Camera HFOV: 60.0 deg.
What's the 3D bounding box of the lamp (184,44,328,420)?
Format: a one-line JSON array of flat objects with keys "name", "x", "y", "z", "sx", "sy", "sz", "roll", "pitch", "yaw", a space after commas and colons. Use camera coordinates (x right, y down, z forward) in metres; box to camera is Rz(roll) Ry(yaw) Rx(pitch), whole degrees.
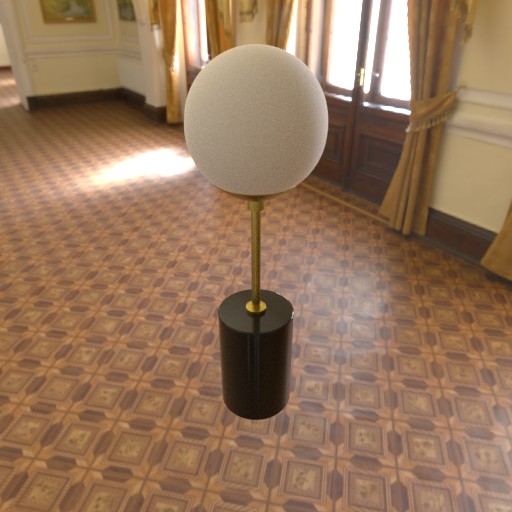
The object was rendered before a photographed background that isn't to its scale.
[{"name": "lamp", "x": 0.000, "y": 0.000, "z": 0.556, "sx": 0.153, "sy": 0.480, "sz": 0.153, "roll": 0, "pitch": 30, "yaw": 0}]
